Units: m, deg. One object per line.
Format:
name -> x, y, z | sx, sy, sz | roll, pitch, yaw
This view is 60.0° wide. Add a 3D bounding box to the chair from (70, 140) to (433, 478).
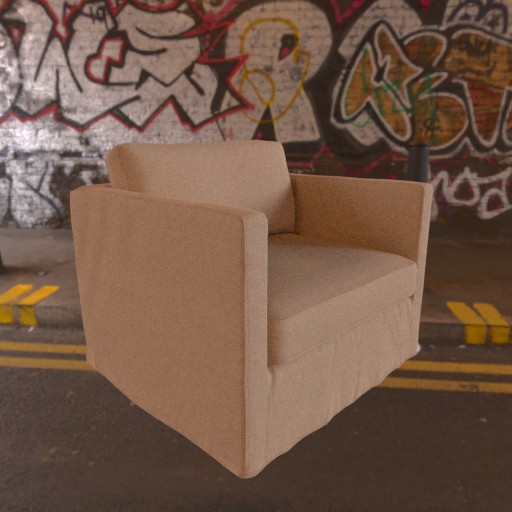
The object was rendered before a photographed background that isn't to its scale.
chair -> 0.000, 0.000, 1.719 | 0.949, 0.867, 1.057 | 14, 20, 42
